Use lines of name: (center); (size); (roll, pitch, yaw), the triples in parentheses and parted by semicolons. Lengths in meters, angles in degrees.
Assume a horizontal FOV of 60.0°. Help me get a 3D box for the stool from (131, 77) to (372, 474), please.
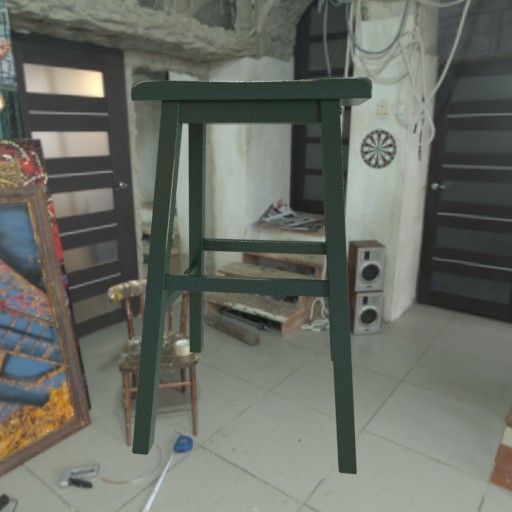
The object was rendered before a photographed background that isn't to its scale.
stool: (0.000, 0.000, 1.020); (0.457, 0.737, 0.476); (2, 16, 7)
